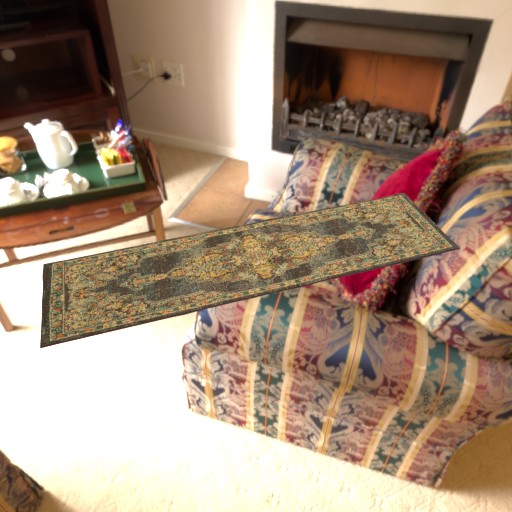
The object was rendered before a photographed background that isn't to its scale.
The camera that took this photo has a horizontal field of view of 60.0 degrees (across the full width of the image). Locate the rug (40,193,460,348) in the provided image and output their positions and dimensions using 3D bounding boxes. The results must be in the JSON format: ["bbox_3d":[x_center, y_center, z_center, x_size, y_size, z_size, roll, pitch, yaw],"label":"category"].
[{"bbox_3d":[0.000,0.000,2.499,2.283,0.016,0.602,-12,43,-13],"label":"rug"}]
